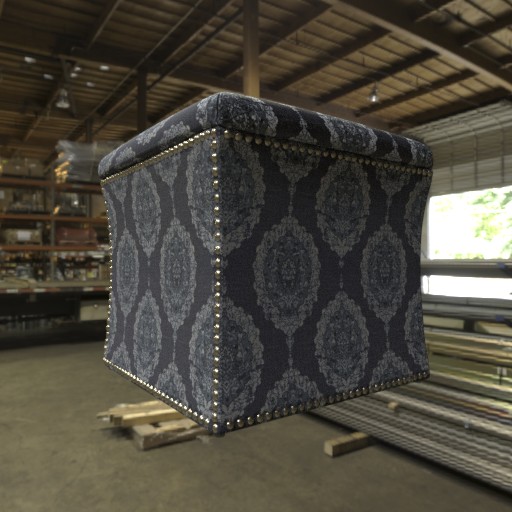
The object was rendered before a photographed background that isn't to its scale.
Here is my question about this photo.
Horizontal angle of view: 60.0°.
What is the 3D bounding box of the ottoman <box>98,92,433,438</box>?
[{"bbox_3d":[0.000,0.000,0.886,0.497,0.475,0.507,0,0,-36],"label":"ottoman"}]
